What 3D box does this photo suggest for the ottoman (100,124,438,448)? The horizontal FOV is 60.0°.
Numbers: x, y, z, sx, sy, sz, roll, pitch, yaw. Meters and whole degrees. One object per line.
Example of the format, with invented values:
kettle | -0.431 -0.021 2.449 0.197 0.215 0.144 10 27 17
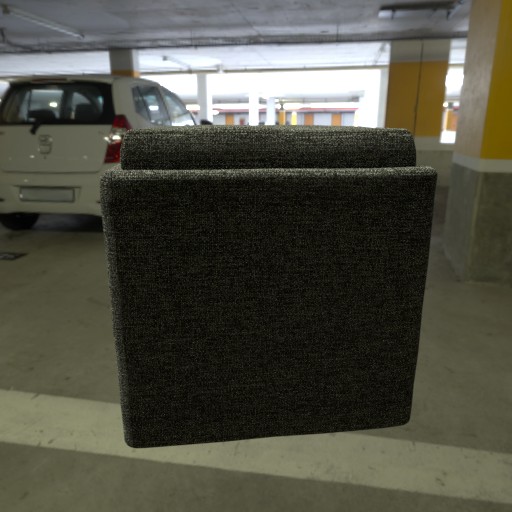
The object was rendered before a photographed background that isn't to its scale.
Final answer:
ottoman | 0.000 0.000 0.815 0.450 0.463 0.450 -2 16 -7
